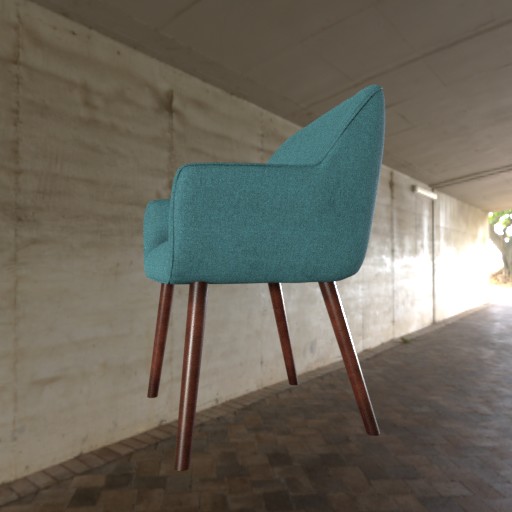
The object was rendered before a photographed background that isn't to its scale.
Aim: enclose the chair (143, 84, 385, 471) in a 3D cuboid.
[{"bbox_3d":[0.000,0.000,1.137,0.519,0.803,0.543,0,-1,-20],"label":"chair"}]
